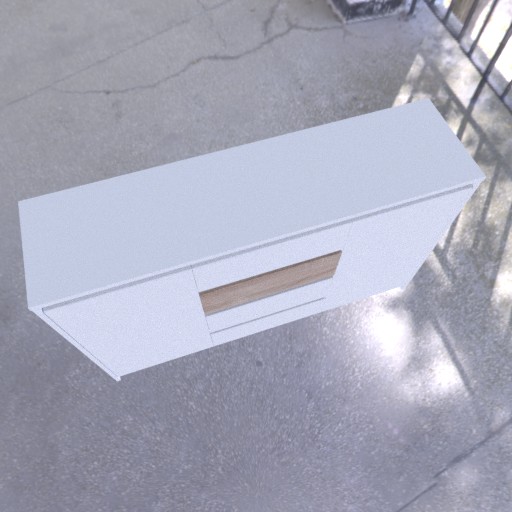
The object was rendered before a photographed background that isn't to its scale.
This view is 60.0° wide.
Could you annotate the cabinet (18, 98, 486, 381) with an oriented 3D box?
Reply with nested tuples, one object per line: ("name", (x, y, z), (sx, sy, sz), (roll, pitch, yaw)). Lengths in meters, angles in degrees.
("cabinet", (0.000, 0.000, 1.812), (1.450, 0.900, 0.380), (-16, 63, -9))
